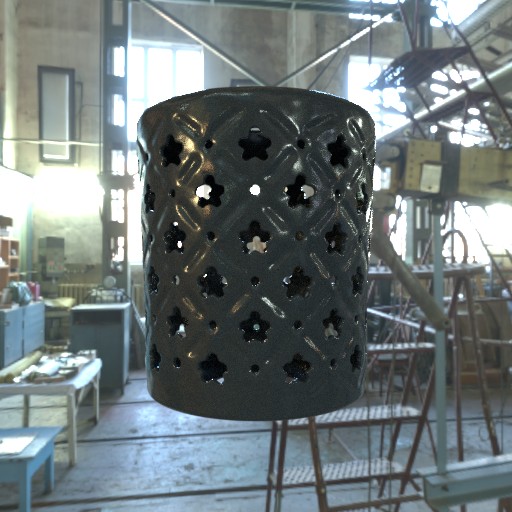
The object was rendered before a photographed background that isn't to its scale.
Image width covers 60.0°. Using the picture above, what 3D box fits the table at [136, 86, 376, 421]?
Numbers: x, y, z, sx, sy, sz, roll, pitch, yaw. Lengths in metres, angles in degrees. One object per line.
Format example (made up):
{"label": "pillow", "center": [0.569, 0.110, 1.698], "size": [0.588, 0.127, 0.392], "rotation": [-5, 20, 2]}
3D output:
{"label": "table", "center": [0.000, 0.000, 0.665], "size": [0.352, 0.387, 0.352], "rotation": [0, -1, 0]}
